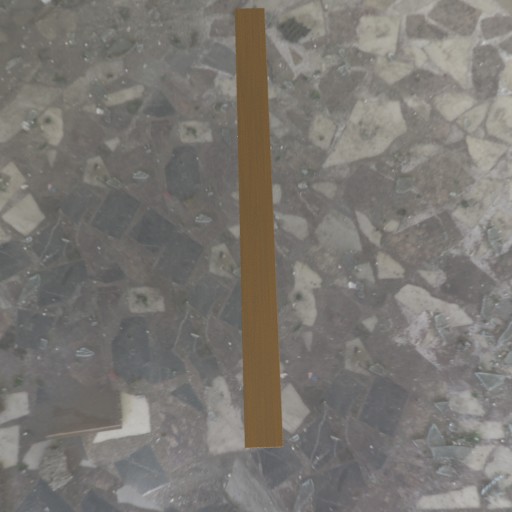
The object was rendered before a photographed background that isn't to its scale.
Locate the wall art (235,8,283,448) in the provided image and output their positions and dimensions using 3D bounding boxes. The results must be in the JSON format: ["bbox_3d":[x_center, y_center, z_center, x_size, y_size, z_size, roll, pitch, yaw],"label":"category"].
[{"bbox_3d":[0.000,0.000,0.731,0.037,0.505,0.505,-2,76,0],"label":"wall art"}]
